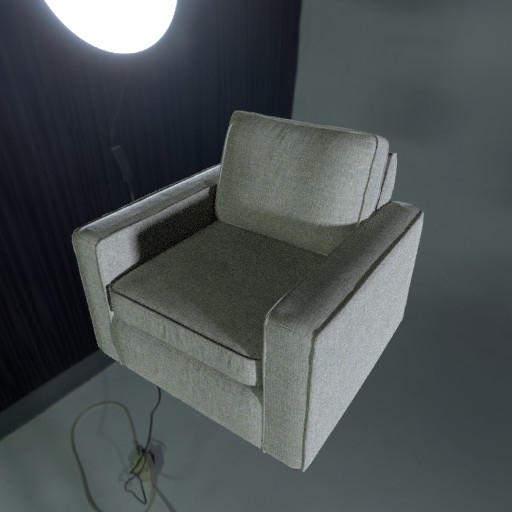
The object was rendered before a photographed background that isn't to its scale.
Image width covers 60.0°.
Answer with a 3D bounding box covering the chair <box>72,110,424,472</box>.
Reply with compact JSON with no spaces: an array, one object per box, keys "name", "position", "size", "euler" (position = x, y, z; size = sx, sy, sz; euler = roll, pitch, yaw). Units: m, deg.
[{"name":"chair","position":[0.000,0.000,1.721],"size":[1.016,0.914,0.940],"euler":[20,37,29]}]
